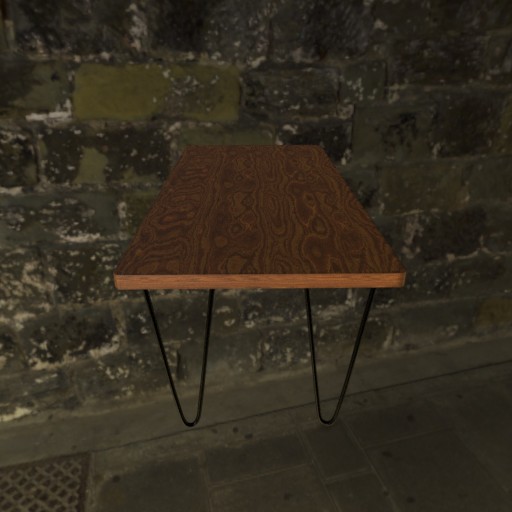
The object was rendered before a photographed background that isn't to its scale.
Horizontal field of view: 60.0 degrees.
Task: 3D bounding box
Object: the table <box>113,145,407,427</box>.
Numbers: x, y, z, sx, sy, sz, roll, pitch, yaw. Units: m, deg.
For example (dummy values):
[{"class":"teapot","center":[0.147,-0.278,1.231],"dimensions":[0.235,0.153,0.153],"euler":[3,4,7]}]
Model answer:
[{"class":"table","center":[0.000,0.000,2.282],"dimensions":[0.883,0.753,1.791],"euler":[0,26,-1]}]
